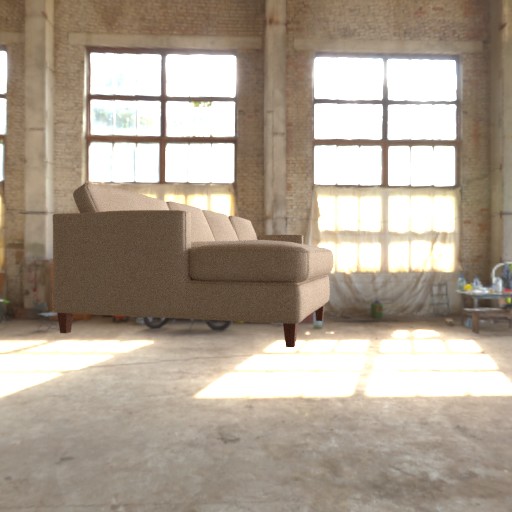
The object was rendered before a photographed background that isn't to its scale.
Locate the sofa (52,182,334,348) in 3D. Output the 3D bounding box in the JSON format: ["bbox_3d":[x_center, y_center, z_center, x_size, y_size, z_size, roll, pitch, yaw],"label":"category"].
[{"bbox_3d":[0.000,0.000,3.812,1.502,0.876,3.201,0,0,17],"label":"sofa"}]
